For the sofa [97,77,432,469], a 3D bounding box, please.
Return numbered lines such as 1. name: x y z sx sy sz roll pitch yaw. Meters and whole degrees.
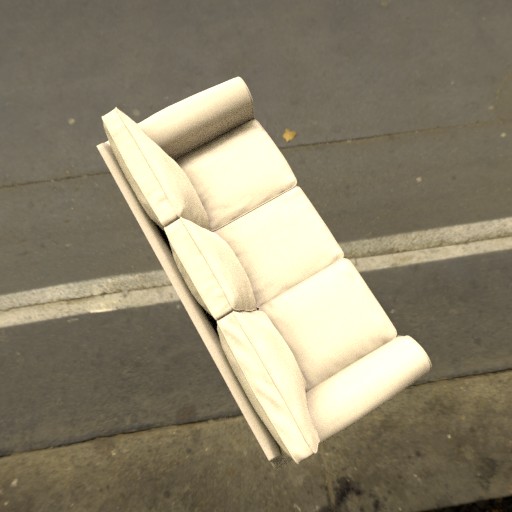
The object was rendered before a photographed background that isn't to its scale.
1. sofa: 0.000 0.000 2.657 0.998 0.889 2.118 -30 77 -7
